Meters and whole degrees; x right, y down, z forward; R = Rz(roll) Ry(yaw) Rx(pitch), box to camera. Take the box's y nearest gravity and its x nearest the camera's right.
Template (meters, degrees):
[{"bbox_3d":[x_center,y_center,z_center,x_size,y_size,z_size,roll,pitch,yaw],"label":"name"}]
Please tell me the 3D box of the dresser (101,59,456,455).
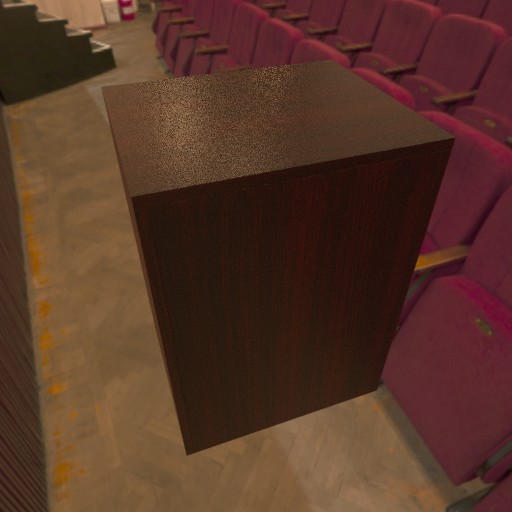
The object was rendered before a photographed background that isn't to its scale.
[{"bbox_3d":[0.000,0.000,0.811,0.400,0.560,0.360,-13,42,-15],"label":"dresser"}]
